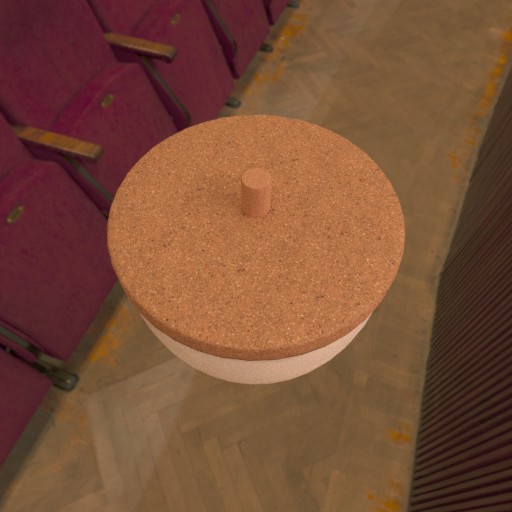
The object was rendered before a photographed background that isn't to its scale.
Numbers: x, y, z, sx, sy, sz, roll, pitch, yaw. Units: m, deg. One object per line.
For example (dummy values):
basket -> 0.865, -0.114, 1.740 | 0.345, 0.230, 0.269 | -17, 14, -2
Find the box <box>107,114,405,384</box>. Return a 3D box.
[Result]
box -> 0.000, 0.000, 0.186 | 0.107, 0.094, 0.107 | 0, 56, 0
